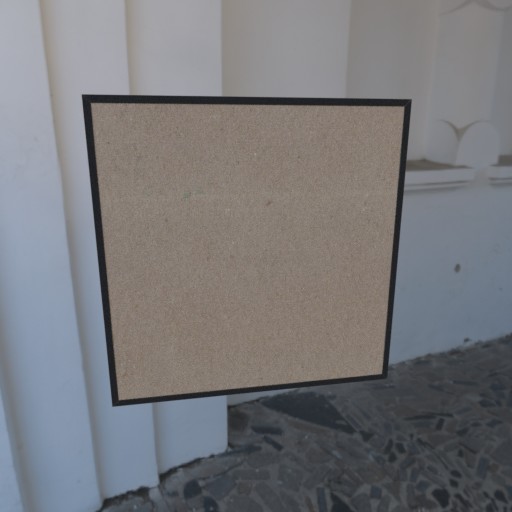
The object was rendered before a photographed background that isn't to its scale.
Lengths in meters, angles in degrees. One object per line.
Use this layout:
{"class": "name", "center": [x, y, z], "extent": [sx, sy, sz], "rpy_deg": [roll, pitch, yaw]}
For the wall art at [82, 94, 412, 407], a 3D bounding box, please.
{"class": "wall art", "center": [0.000, 0.000, 1.129], "extent": [0.762, 0.762, 0.038], "rpy_deg": [-3, 16, -10]}
